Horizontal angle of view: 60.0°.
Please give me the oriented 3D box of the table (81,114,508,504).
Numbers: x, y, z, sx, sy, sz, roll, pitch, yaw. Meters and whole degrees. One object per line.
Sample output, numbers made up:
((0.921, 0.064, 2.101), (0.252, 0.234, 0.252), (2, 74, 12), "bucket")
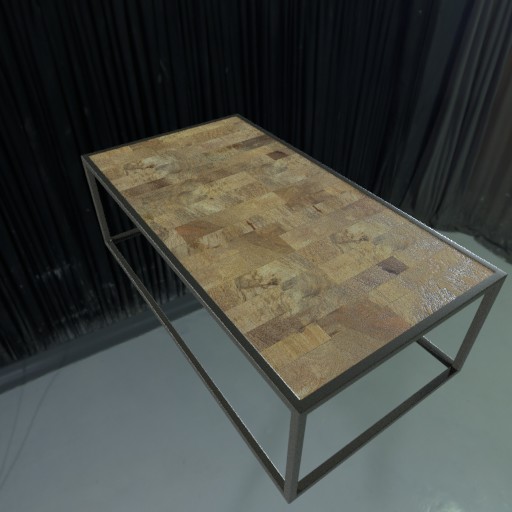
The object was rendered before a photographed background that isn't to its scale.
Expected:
((0.000, 0.000, 1.432), (0.649, 0.398, 1.199), (-24, 46, -26), "table")
